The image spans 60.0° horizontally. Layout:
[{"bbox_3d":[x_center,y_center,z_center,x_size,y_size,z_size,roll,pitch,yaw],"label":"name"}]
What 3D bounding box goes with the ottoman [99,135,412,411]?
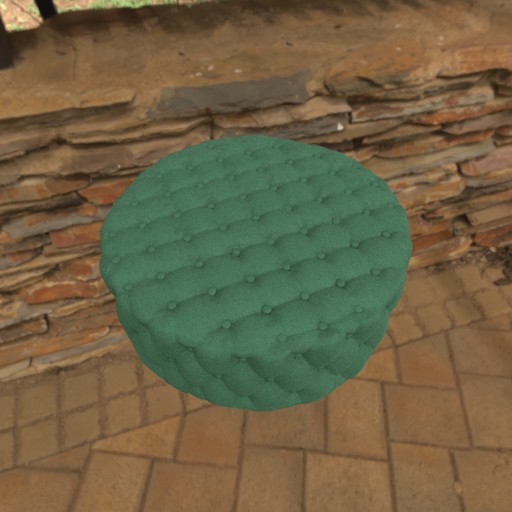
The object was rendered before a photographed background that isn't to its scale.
[{"bbox_3d":[0.000,0.000,1.543,0.998,0.399,0.998,0,48,0],"label":"ottoman"}]
